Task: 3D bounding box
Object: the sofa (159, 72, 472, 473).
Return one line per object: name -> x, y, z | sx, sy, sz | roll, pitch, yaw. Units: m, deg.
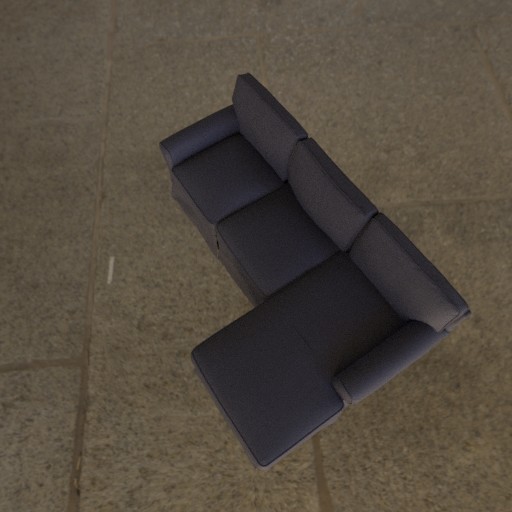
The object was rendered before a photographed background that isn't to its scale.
sofa -> 0.000, 0.000, 3.313 | 1.637, 1.039, 2.518 | -32, 68, -14
